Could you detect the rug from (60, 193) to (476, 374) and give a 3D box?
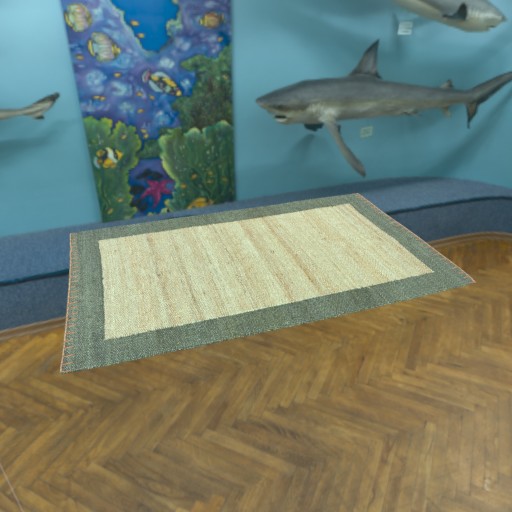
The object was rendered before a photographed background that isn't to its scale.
[{"bbox_3d":[0.000,0.000,3.020,2.435,0.006,1.521,-10,32,-15],"label":"rug"}]
